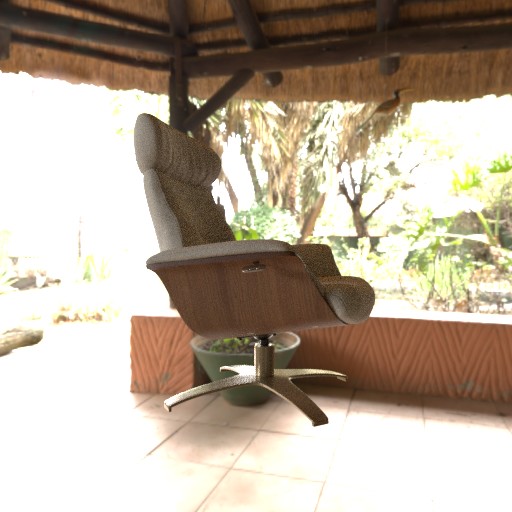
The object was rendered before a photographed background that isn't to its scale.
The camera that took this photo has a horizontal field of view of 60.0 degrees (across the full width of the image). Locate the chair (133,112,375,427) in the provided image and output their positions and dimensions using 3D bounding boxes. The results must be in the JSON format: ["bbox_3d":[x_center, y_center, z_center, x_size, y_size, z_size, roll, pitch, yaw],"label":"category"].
[{"bbox_3d":[0.000,0.000,1.611,0.837,0.995,0.785,0,0,18],"label":"chair"}]
